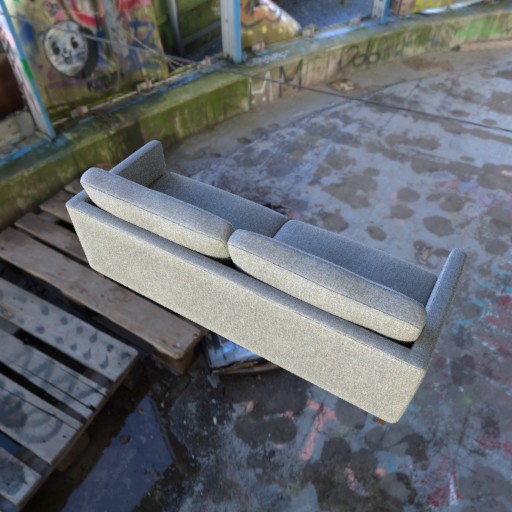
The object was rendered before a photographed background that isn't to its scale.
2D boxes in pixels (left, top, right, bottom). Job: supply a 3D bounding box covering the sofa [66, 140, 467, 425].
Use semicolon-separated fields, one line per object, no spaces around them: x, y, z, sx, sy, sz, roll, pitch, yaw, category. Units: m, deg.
0.000;0.000;2.977;2.434;0.951;0.948;23;51;20;sofa
